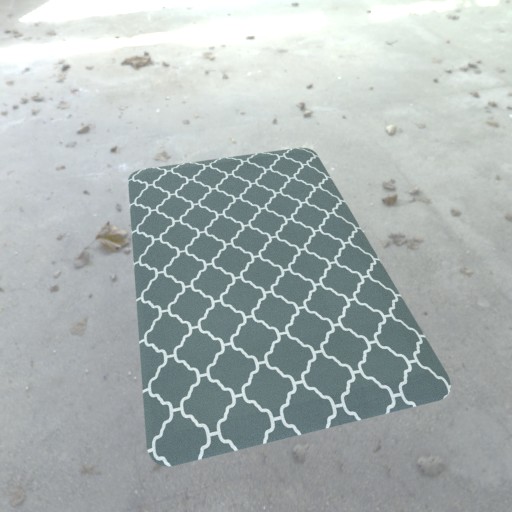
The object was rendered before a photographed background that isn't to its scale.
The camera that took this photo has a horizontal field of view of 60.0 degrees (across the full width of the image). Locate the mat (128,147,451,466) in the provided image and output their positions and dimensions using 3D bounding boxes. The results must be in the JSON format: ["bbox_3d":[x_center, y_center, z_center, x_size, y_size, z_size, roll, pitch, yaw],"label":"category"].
[{"bbox_3d":[0.000,0.000,0.940,0.508,0.021,0.762,-10,47,-9],"label":"mat"}]
